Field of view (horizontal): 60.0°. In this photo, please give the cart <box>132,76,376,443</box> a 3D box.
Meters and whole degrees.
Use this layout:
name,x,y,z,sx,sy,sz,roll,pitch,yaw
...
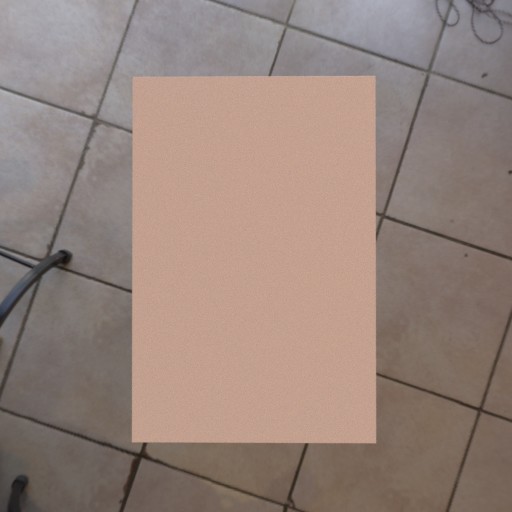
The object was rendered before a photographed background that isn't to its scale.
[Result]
name,x,y,z,sx,sy,sz,roll,pitch,yaw
cart,0.000,0.000,1.235,0.442,0.864,0.683,0,90,1
